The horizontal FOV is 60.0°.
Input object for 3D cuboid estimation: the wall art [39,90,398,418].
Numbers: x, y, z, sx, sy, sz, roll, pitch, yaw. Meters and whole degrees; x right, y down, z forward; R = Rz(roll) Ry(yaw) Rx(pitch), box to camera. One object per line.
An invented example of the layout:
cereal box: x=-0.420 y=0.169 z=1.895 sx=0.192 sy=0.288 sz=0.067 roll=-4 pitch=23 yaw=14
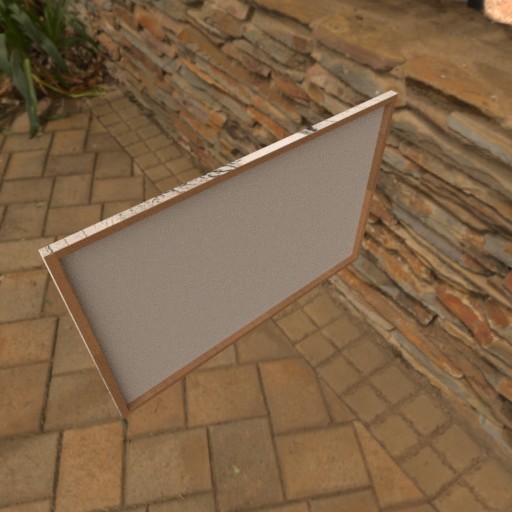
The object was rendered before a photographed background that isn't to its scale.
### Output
wall art: x=0.000 y=0.000 z=1.147 sx=0.914 sy=0.607 sz=0.023 roll=-30 pitch=53 yaw=-26
